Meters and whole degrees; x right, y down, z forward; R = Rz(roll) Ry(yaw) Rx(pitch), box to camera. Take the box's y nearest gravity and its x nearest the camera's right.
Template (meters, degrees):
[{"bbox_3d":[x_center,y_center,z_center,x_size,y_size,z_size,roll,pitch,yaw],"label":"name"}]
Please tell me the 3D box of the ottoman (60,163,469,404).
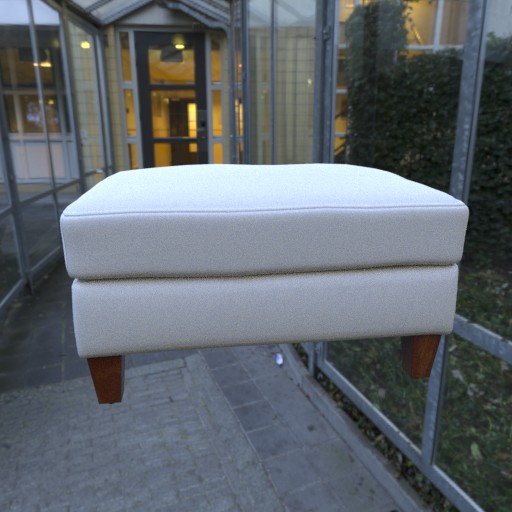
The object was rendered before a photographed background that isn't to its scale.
[{"bbox_3d":[0.000,0.000,1.187,0.818,0.479,0.634,-2,16,-8],"label":"ottoman"}]
